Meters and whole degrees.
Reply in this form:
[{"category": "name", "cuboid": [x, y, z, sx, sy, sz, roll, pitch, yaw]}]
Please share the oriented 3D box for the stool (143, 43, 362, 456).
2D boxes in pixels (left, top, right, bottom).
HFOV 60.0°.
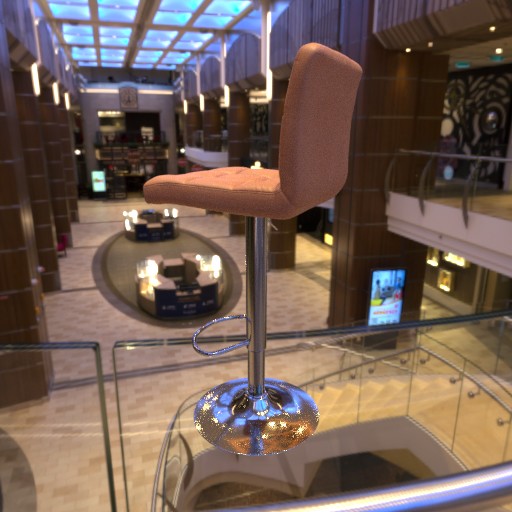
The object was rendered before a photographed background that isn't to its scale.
[{"category": "stool", "cuboid": [0.000, 0.000, 1.357, 0.505, 1.115, 0.430, 8, 18, 25]}]
